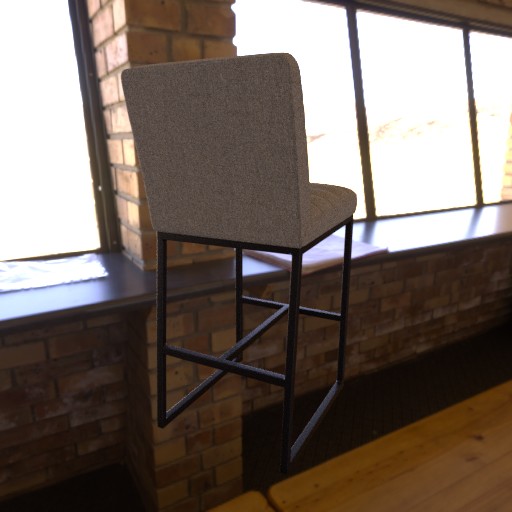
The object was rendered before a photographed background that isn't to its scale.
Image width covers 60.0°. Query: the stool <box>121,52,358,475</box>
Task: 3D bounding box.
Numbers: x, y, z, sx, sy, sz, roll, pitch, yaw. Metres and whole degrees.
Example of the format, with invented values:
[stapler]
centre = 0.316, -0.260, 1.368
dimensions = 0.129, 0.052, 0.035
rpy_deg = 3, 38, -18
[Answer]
[stool]
centre = 0.000, 0.000, 1.337
dimensions = 0.459, 1.034, 0.571
rpy_deg = 8, 17, 27
